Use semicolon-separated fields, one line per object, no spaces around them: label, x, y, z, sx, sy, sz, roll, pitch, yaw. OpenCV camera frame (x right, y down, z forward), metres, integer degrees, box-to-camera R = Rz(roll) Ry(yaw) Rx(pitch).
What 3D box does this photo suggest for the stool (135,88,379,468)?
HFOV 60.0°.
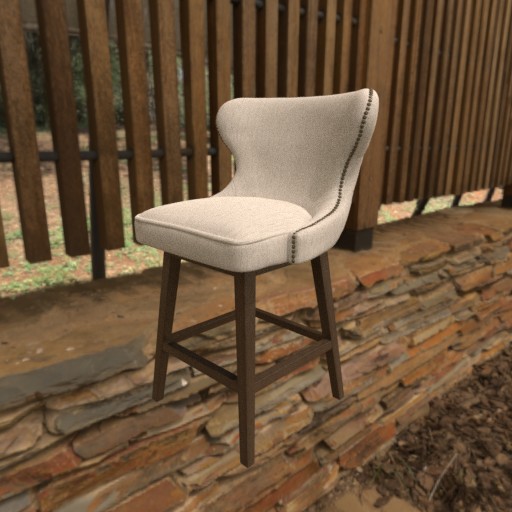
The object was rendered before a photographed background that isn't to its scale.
stool;0.000;0.000;1.373;0.615;0.972;0.597;15;21;42
